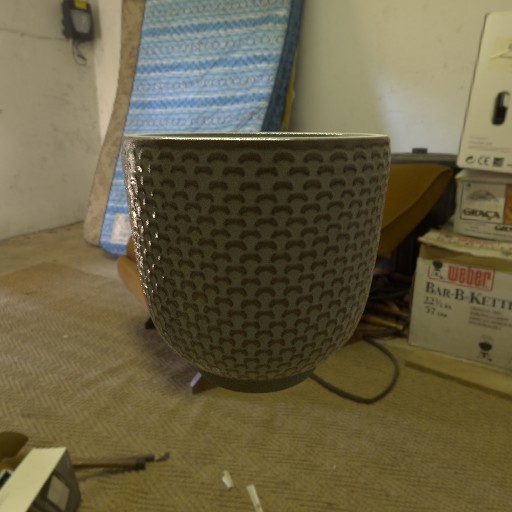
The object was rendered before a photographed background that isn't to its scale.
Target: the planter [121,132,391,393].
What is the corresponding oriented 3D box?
[{"bbox_3d":[0.000,0.000,0.359,0.197,0.191,0.197,0,17,0],"label":"planter"}]
